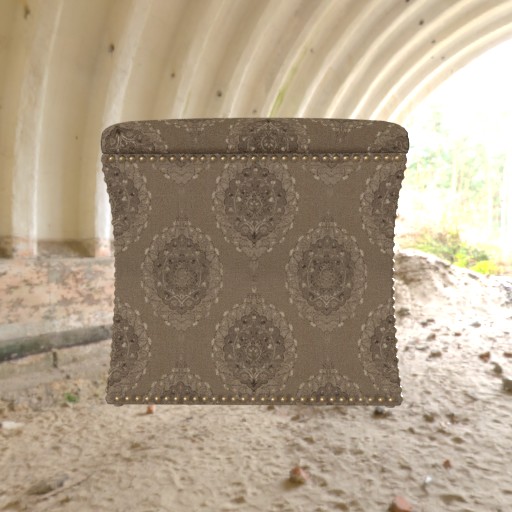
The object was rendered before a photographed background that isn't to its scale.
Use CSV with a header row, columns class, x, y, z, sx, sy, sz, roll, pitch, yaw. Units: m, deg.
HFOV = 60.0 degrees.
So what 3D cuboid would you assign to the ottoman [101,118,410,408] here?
class,x,y,z,sx,sy,sz,roll,pitch,yaw
ottoman,0.000,0.000,0.923,0.497,0.473,0.507,0,1,1
